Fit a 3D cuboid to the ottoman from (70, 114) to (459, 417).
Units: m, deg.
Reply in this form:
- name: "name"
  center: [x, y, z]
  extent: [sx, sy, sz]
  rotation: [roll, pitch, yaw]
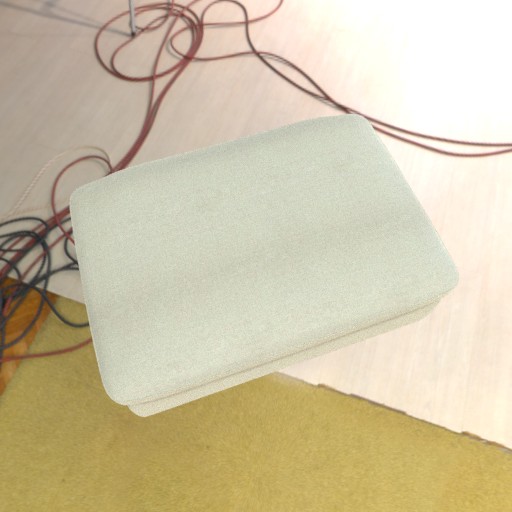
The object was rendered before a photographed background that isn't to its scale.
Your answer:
- name: "ottoman"
  center: [0.000, 0.000, 1.386]
  extent: [0.984, 0.453, 0.686]
  rotation: [-17, 65, -8]
